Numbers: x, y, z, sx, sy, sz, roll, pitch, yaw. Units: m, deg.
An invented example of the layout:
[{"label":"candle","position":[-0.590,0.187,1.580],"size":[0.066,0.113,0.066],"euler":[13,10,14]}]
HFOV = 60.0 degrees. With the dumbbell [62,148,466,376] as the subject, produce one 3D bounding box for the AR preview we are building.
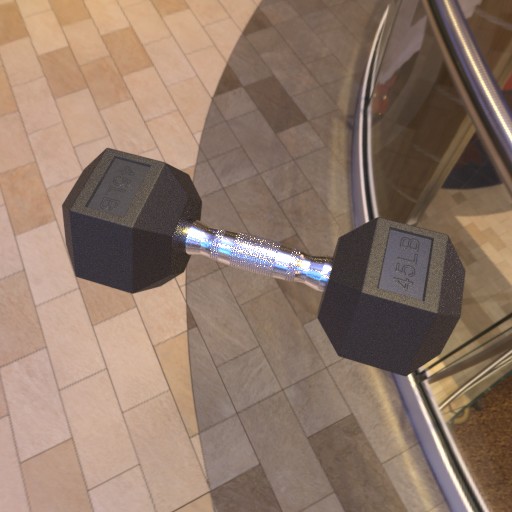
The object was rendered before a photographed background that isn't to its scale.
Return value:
[{"label":"dumbbell","position":[0.000,0.000,0.421],"size":[0.356,0.123,0.141],"euler":[16,64,8]}]
